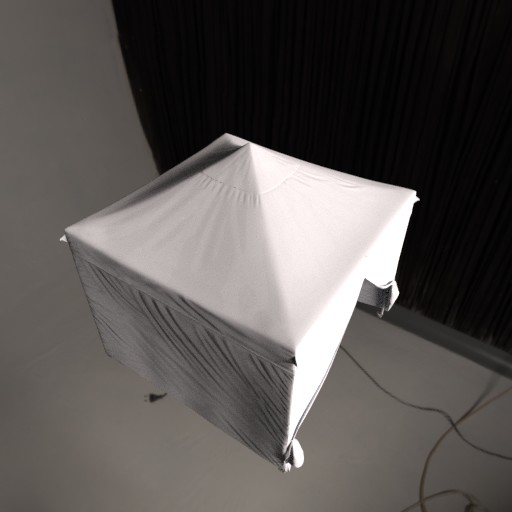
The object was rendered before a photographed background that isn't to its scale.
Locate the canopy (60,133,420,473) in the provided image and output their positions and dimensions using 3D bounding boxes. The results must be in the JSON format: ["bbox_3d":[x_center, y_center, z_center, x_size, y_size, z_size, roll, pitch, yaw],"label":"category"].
[{"bbox_3d":[0.000,0.000,5.496,3.121,2.997,3.043,24,46,25],"label":"canopy"}]
